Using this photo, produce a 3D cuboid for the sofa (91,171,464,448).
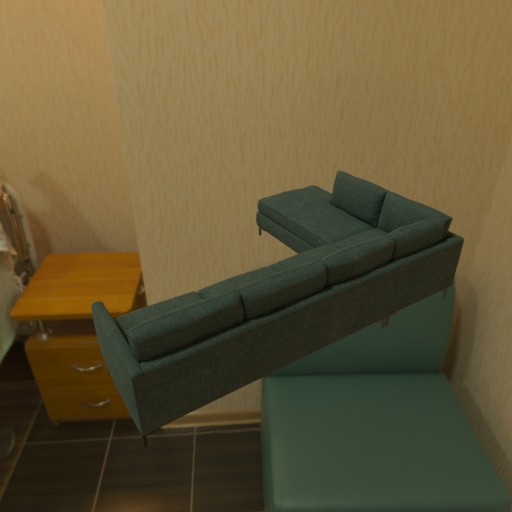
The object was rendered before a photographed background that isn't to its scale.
[{"bbox_3d":[0.000,0.000,3.859,2.949,0.815,2.007,-18,35,-28],"label":"sofa"}]
